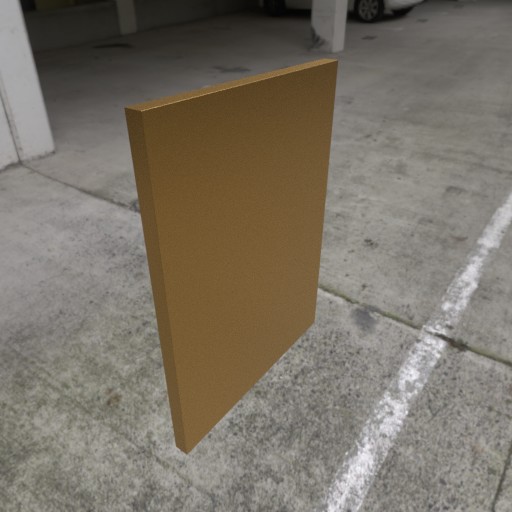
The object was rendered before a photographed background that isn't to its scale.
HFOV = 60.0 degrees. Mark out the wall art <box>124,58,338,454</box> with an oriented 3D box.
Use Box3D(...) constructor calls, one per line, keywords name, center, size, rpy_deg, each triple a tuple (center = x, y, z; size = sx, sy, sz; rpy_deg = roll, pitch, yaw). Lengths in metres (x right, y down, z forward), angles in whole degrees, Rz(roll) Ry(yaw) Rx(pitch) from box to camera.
Box3D(name="wall art", center=(0.000, 0.000, 1.073), size=(0.038, 0.812, 0.610), rpy_deg=(21, 38, 30))
